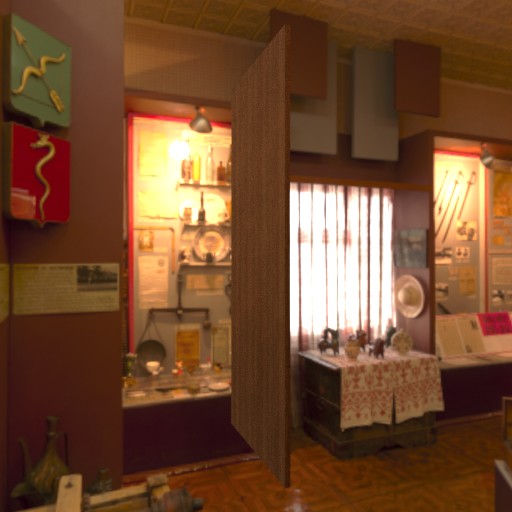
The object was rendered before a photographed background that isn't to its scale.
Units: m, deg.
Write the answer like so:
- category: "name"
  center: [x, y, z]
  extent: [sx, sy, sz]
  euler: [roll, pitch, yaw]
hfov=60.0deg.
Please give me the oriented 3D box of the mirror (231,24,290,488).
- category: "mirror"
  center: [0.000, 0.000, 2.328]
  extent: [0.025, 2.032, 0.812]
  euler: [0, 0, -20]
